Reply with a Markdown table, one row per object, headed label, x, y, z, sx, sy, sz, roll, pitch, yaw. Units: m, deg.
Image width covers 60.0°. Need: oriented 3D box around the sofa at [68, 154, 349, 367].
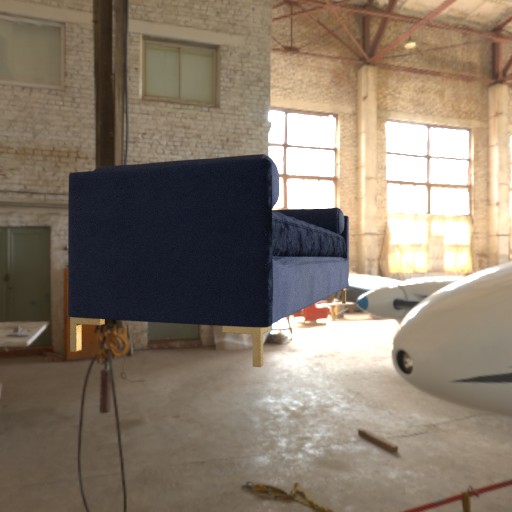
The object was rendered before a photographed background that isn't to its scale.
| label | x | y | z | sx | sy | sz | roll | pitch | yaw |
| --- | --- | --- | --- | --- | --- | --- | --- | --- | --- |
| sofa | 0.000 | 0.000 | 2.479 | 0.796 | 0.705 | 2.102 | 0 | 0 | 19 |
